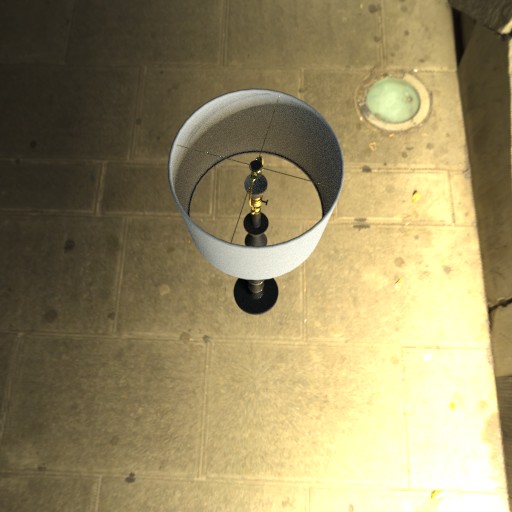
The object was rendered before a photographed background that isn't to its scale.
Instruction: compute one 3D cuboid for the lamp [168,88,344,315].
[{"bbox_3d":[0.000,0.000,1.666,0.381,1.480,0.381,16,75,4],"label":"lamp"}]
